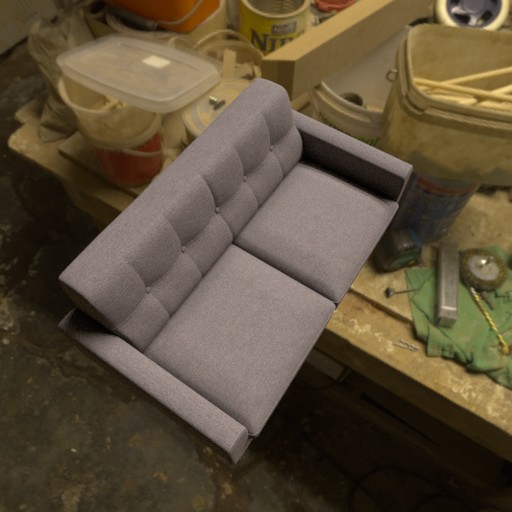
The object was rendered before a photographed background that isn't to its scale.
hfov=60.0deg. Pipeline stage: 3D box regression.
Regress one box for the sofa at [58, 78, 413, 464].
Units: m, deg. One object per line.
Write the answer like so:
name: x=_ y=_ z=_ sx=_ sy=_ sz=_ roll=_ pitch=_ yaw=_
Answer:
sofa: x=0.000 y=0.000 z=2.160 sx=0.909 sy=0.841 sz=1.631 roll=30 pitch=64 yaw=16
